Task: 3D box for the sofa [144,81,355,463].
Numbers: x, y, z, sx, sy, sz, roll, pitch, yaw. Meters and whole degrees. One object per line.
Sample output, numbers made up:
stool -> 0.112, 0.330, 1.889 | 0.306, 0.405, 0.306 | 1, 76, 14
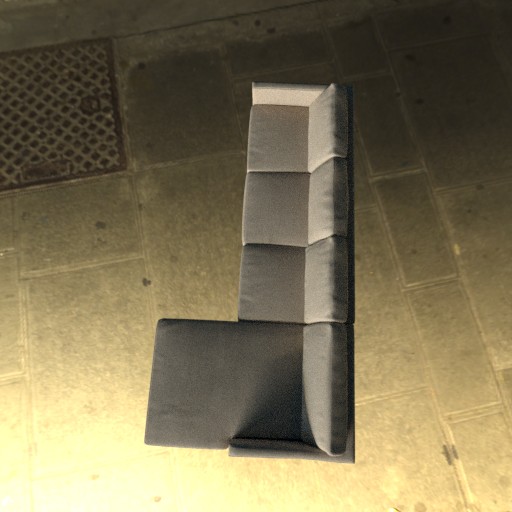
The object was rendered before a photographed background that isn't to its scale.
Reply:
sofa -> 0.000, 0.000, 3.865 | 1.625, 0.846, 3.186 | 3, 75, 1
